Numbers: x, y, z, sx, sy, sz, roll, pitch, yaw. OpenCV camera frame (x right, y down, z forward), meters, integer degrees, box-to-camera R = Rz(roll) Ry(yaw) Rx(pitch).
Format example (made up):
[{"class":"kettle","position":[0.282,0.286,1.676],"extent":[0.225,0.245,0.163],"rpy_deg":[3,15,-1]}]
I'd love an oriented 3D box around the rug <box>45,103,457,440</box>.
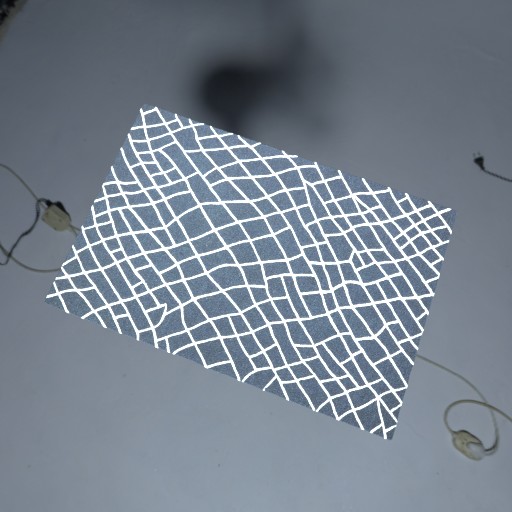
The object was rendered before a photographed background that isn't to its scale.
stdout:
[{"class":"rug","position":[0.000,0.000,2.296],"extent":[1.830,0.013,1.223],"rpy_deg":[20,77,5]}]
